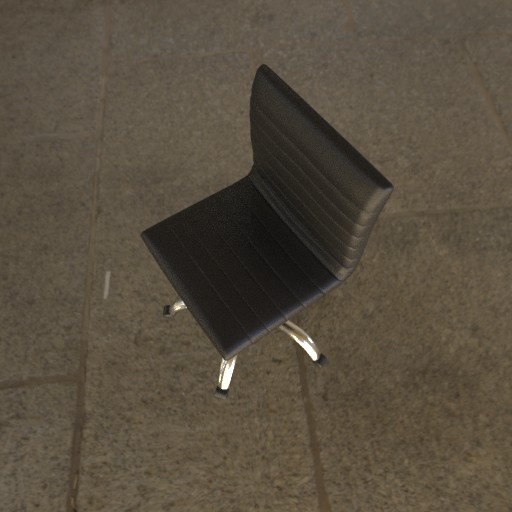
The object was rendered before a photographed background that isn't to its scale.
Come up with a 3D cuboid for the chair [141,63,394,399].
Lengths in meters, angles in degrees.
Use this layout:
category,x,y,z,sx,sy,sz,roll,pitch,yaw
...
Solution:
category,x,y,z,sx,sy,sz,roll,pitch,yaw
chair,0.000,0.000,1.137,0.530,0.780,0.556,-32,67,-16
